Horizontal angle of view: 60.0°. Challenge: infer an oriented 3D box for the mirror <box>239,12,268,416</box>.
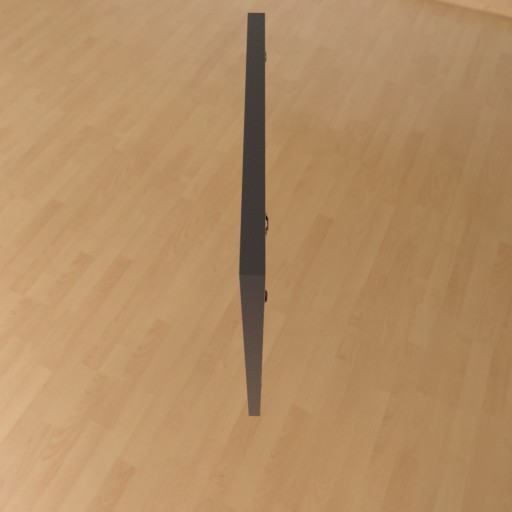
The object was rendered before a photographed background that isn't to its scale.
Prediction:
[{"bbox_3d":[0.000,0.000,1.140,0.040,0.915,0.609,0,59,0],"label":"mirror"}]
